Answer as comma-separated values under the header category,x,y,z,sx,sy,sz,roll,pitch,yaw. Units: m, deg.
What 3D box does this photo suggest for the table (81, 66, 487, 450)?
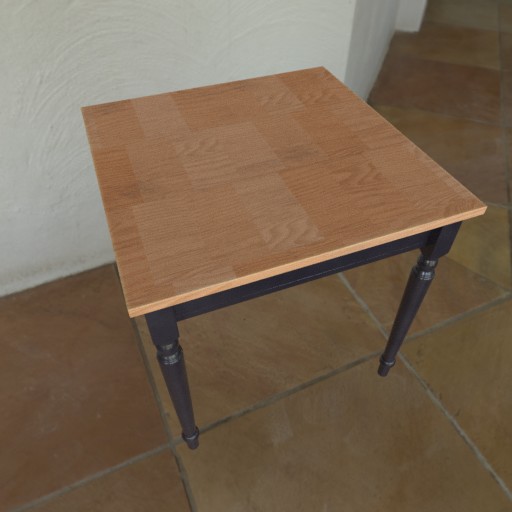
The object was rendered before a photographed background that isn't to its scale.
category,x,y,z,sx,sy,sz,roll,pitch,yaw
table,0.000,0.000,1.337,0.747,0.738,0.747,-16,48,-15
